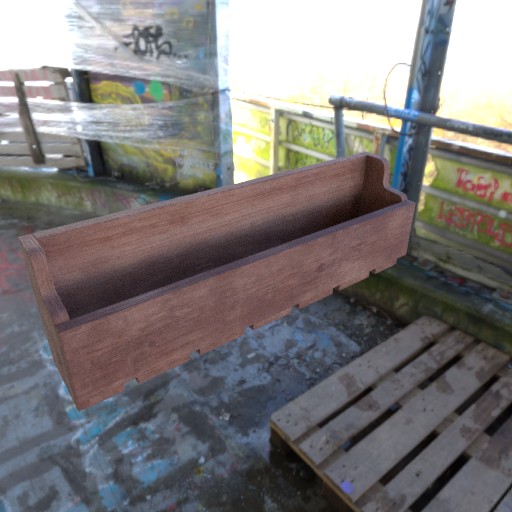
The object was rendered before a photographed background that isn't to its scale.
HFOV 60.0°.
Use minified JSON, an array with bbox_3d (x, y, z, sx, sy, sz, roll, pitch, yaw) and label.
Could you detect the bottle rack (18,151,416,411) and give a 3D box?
[{"bbox_3d":[0.000,0.000,0.685,0.608,0.196,0.126,-20,35,-31],"label":"bottle rack"}]
